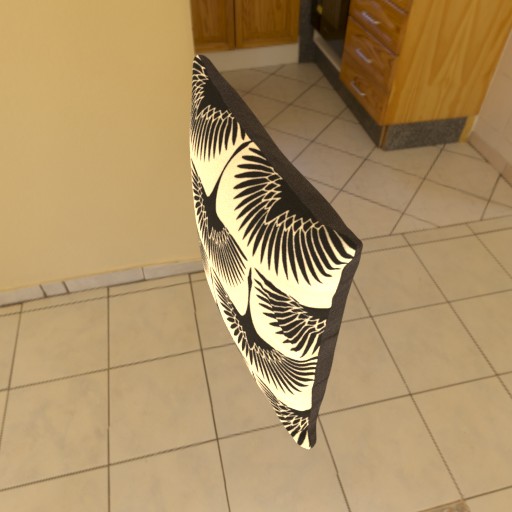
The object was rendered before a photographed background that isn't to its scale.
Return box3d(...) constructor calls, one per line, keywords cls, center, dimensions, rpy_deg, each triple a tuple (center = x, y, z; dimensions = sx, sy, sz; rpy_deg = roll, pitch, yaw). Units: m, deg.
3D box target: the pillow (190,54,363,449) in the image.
box3d(cls="pillow", center=(0.000, 0.000, 0.655), dimensions=(0.139, 0.432, 0.432), rpy_deg=(-17, 48, -16))
